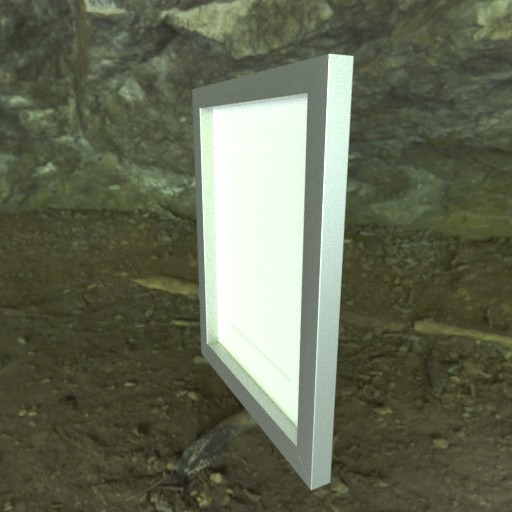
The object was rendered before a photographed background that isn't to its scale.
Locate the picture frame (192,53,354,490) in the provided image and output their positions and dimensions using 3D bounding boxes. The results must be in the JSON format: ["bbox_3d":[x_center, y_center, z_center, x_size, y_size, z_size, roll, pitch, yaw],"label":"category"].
[{"bbox_3d":[0.000,0.000,0.513,0.036,0.386,0.307,-8,17,-26],"label":"picture frame"}]
